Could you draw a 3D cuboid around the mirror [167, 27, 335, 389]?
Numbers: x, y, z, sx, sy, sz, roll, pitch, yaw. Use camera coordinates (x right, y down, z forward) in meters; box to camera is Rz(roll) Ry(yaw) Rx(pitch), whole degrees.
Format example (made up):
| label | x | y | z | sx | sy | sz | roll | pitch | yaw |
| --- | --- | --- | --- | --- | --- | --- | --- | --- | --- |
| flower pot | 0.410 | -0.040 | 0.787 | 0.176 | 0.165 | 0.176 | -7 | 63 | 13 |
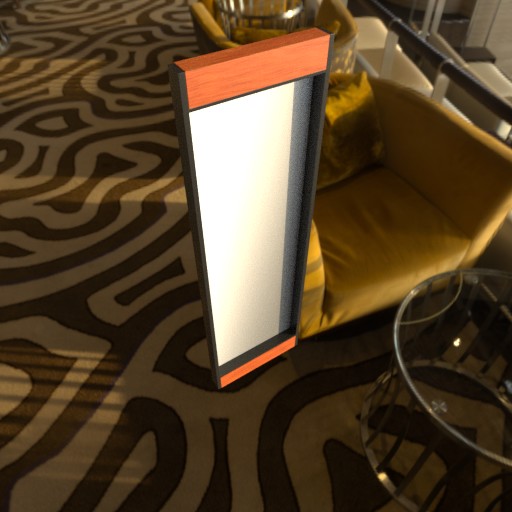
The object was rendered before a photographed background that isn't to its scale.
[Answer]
| label | x | y | z | sx | sy | sz | roll | pitch | yaw |
| --- | --- | --- | --- | --- | --- | --- | --- | --- | --- |
| mirror | 0.000 | 0.000 | 1.233 | 0.343 | 1.123 | 0.047 | -25 | 51 | -22 |
